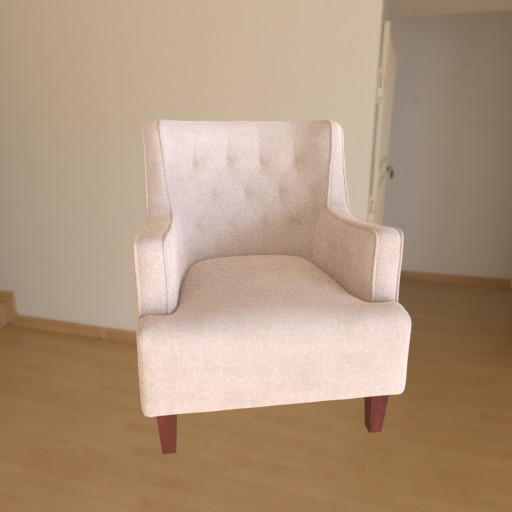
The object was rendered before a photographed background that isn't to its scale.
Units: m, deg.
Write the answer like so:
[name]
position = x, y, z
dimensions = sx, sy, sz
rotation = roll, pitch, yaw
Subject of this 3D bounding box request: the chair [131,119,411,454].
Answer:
[chair]
position = 0.000, 0.000, 1.551
dimensions = 0.781, 0.920, 0.910
rotation = -2, 16, -8
